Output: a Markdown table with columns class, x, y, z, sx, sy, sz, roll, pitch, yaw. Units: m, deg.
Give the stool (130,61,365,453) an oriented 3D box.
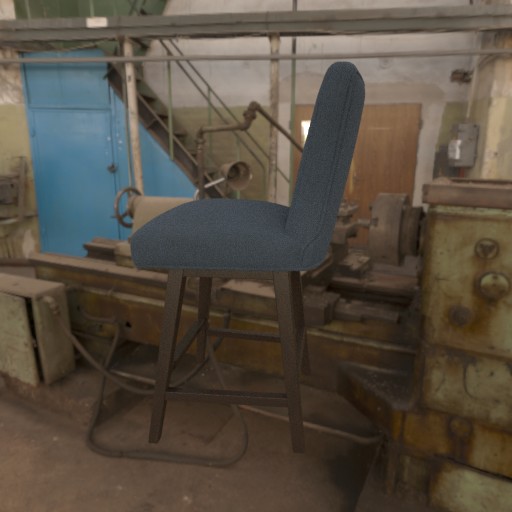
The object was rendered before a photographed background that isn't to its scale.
| class | x | y | z | sx | sy | sz | roll | pitch | yaw |
| --- | --- | --- | --- | --- | --- | --- | --- | --- | --- |
| stool | 0.000 | 0.000 | 1.327 | 0.574 | 1.000 | 0.514 | 2 | 15 | 9 |
